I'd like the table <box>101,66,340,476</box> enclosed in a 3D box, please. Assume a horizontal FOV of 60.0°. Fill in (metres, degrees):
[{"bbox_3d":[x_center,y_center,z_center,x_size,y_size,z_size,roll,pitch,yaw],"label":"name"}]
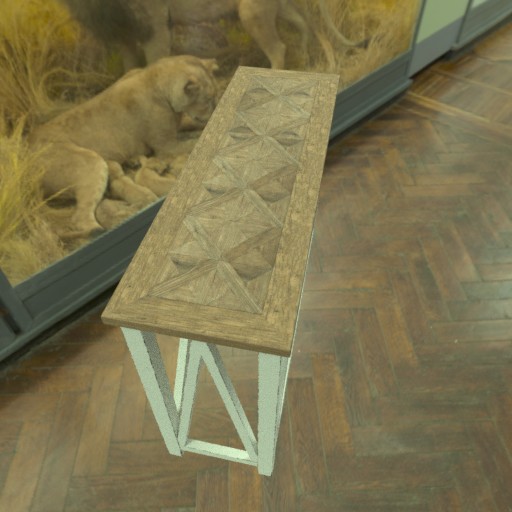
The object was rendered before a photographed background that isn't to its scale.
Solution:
[{"bbox_3d":[0.000,0.000,1.814,0.450,0.930,1.400,9,47,8],"label":"table"}]
